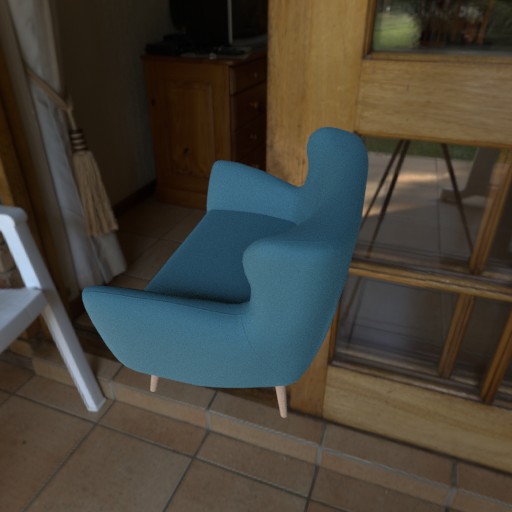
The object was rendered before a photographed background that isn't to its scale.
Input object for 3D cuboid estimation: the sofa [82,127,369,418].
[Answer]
[{"bbox_3d":[0.000,0.000,2.023,0.889,0.889,1.397,8,32,13],"label":"sofa"}]
